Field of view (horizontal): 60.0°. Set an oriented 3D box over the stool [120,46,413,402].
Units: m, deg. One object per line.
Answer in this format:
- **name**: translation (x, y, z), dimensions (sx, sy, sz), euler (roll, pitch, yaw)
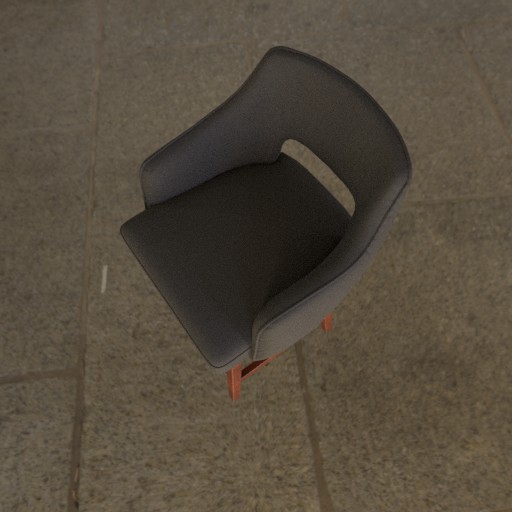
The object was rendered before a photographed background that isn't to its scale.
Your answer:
- **stool**: translation (0.000, 0.000, 1.233), dimensions (0.558, 0.912, 0.548), euler (-33, 68, -15)
